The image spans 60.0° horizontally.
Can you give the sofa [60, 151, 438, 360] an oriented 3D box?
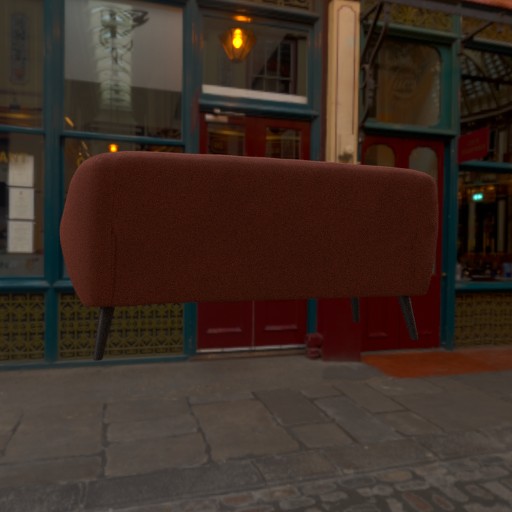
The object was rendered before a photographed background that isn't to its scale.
[{"bbox_3d":[0.000,0.000,2.265,1.840,0.836,0.820,0,0,-17],"label":"sofa"}]
